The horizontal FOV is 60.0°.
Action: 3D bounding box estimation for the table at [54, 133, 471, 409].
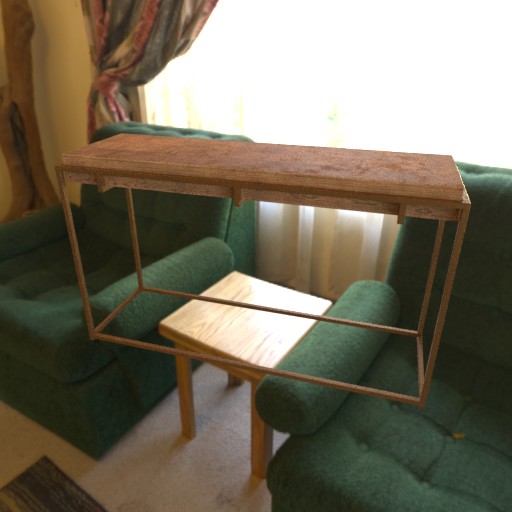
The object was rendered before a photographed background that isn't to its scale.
[{"bbox_3d":[0.000,0.000,1.785,1.400,0.820,0.440,8,28,15],"label":"table"}]
